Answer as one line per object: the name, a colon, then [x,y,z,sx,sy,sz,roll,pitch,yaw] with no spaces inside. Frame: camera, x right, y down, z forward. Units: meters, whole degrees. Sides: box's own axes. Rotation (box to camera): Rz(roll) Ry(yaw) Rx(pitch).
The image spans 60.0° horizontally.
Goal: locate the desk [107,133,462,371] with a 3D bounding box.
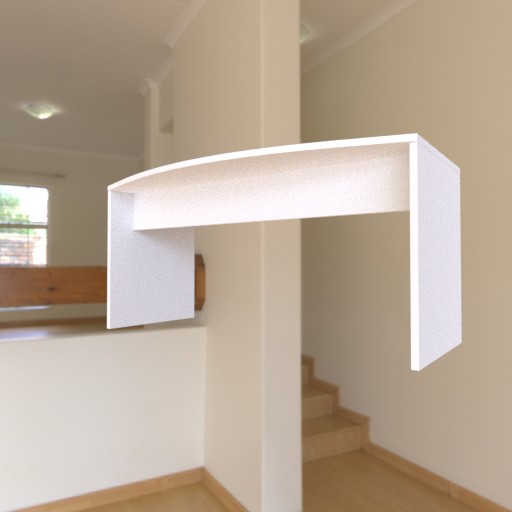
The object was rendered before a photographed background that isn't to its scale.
desk: [0.000,0.000,2.055,1.600,0.750,0.802,-1,-2,36]
